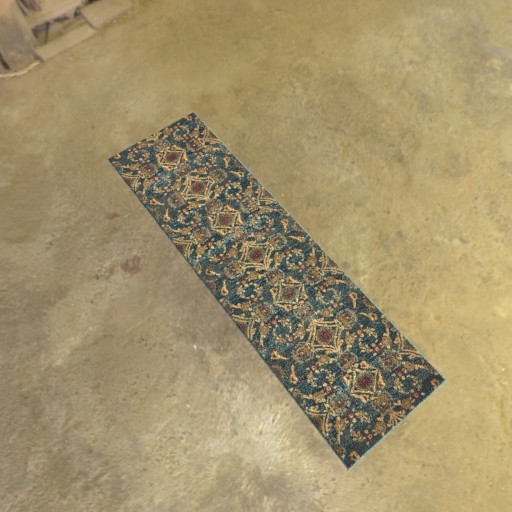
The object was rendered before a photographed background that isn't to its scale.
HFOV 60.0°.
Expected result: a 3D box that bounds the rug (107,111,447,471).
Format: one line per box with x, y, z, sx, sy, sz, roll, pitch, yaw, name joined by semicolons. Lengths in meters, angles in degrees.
0.000;0.000;2.558;0.685;0.014;2.292;-34;68;-16;rug
